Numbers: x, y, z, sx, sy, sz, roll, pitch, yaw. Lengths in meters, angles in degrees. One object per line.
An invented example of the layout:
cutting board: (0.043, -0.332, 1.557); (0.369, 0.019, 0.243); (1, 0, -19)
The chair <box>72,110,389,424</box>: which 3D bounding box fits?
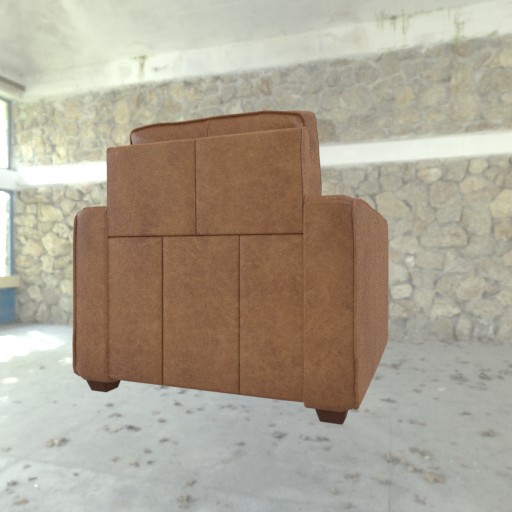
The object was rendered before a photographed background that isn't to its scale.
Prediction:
chair: (0.000, 0.000, 1.750); (0.987, 0.901, 1.027); (0, 0, 18)
